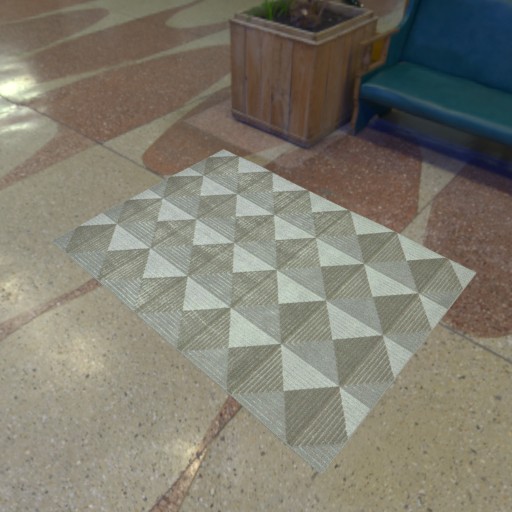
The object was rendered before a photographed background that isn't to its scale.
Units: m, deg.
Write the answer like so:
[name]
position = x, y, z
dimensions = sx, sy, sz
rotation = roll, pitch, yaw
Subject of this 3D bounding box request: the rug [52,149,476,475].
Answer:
[rug]
position = 0.000, 0.000, 4.276
dimensions = 3.333, 0.027, 2.428
rotation = 32, 52, 29
